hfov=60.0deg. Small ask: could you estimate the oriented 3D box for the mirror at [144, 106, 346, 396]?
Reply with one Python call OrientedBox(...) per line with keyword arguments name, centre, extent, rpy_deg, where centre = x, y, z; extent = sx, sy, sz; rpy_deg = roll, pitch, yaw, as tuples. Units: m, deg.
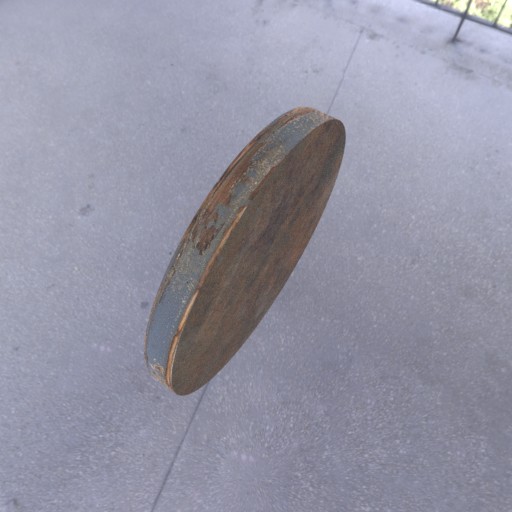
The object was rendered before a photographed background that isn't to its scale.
OrientedBox(name="mirror", centre=(0.000, 0.000, 0.869), extent=(0.061, 0.585, 0.585), rpy_deg=(31, 67, 14))
